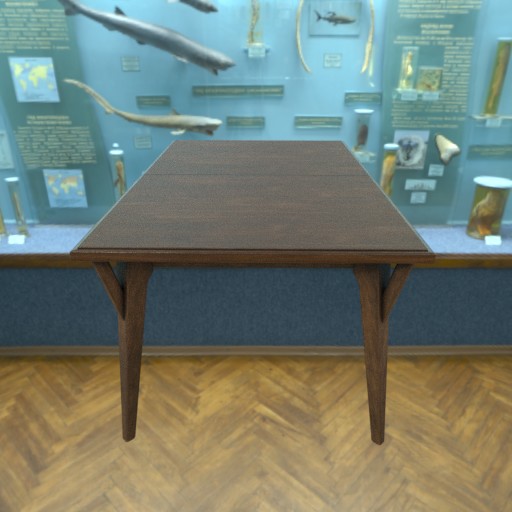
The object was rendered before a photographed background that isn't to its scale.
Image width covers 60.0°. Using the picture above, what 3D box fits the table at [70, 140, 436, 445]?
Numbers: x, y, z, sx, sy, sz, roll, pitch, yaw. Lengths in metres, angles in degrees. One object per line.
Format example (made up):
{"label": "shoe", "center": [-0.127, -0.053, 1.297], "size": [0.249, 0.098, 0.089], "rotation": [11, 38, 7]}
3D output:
{"label": "table", "center": [0.000, 0.000, 2.044], "size": [0.990, 0.761, 1.524], "rotation": [0, 26, 1]}
